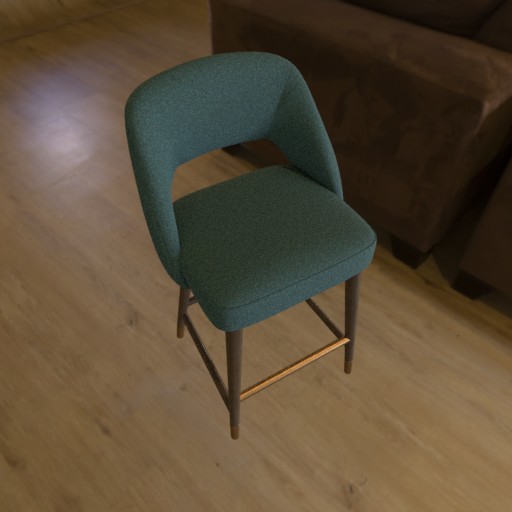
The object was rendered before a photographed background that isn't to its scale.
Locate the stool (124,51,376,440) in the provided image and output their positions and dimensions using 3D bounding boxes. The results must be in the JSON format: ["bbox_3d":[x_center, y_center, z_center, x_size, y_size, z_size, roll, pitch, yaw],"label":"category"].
[{"bbox_3d":[0.000,0.000,1.253,0.536,0.939,0.522,-23,51,-20],"label":"stool"}]
